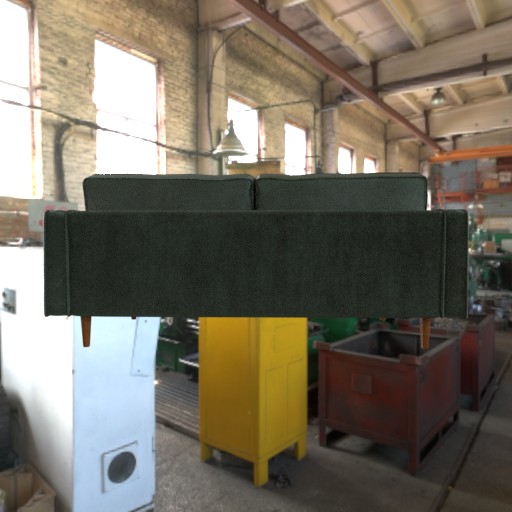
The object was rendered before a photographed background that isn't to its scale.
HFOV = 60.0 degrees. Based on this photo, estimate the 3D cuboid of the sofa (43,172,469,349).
[{"bbox_3d":[0.000,0.000,2.282,1.816,0.781,0.886,0,2,1],"label":"sofa"}]
